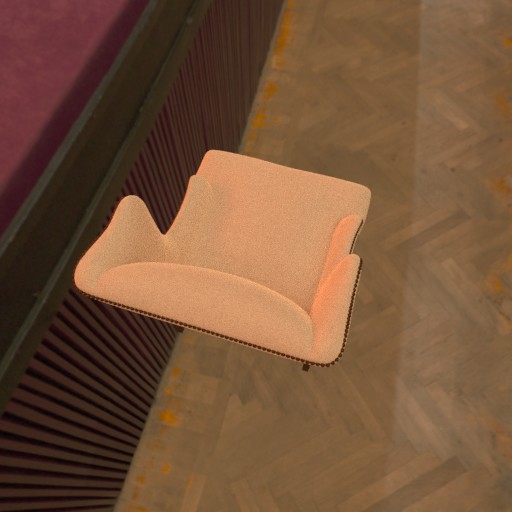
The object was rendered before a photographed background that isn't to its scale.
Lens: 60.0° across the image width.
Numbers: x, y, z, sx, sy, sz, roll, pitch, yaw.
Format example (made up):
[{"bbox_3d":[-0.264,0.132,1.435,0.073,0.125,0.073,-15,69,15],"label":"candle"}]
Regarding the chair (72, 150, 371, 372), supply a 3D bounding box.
[{"bbox_3d":[0.000,0.000,1.662,0.737,1.029,0.940,15,63,8],"label":"chair"}]
